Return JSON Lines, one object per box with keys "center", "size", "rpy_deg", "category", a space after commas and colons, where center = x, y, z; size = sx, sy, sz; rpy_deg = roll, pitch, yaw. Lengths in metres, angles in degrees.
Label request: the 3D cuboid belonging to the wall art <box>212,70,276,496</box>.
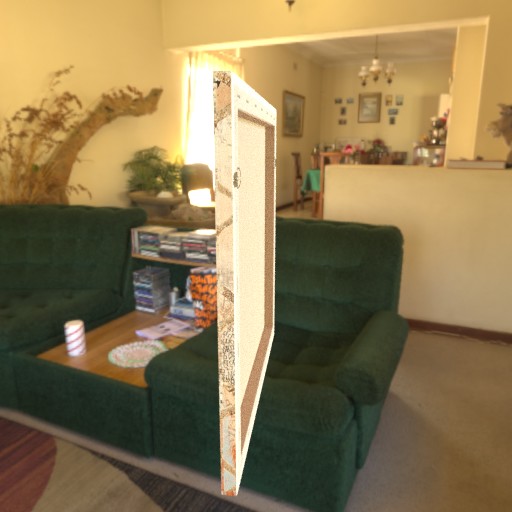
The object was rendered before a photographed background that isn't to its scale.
{"center": [0.000, 0.000, 1.343], "size": [0.039, 0.914, 0.912], "rpy_deg": [2, 14, 7], "category": "wall art"}
